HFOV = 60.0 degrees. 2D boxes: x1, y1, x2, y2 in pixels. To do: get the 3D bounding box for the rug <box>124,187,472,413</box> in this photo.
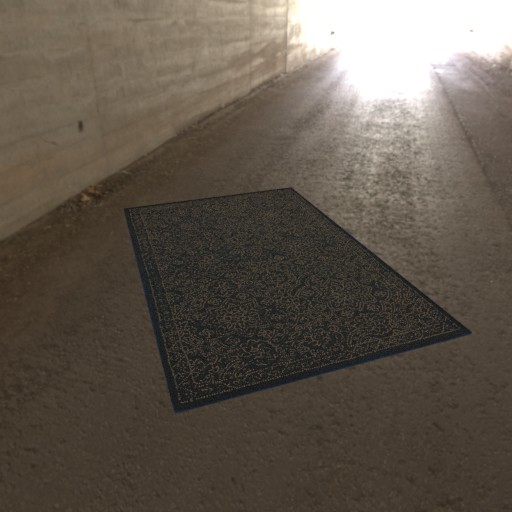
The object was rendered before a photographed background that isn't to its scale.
[{"bbox_3d":[0.000,0.000,2.374,1.219,0.010,1.829,-10,30,-17],"label":"rug"}]
